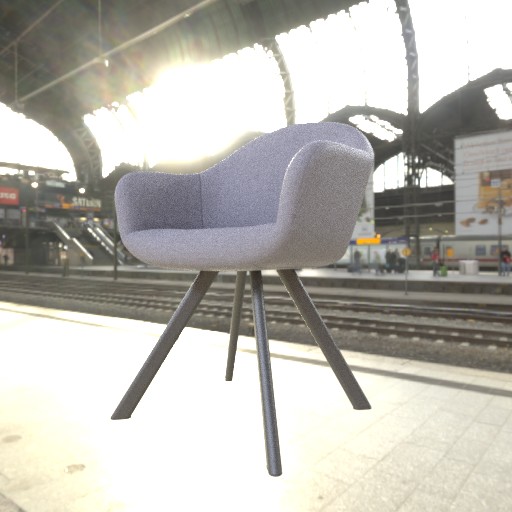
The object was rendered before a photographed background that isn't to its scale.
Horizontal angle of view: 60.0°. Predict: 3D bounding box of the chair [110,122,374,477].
[{"bbox_3d":[0.000,0.000,1.160,0.590,0.795,0.550,0,0,36],"label":"chair"}]
